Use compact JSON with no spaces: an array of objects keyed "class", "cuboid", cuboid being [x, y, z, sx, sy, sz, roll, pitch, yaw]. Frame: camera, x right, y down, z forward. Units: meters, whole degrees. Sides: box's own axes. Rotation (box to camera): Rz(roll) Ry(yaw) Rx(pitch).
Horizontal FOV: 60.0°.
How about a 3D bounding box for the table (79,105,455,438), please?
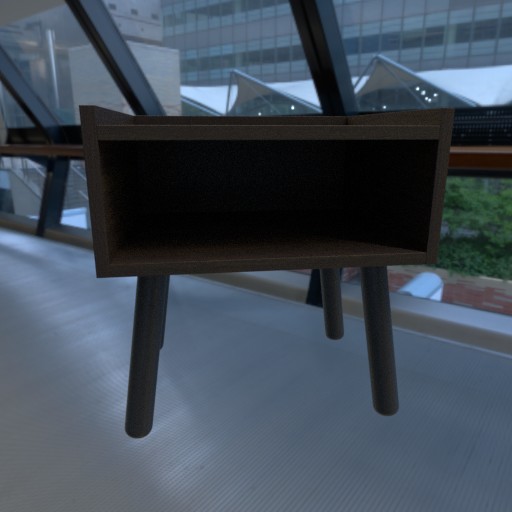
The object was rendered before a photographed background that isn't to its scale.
[{"class":"table","cuboid":[0.000,0.000,0.763,0.450,0.470,0.370,-2,16,-8]}]
